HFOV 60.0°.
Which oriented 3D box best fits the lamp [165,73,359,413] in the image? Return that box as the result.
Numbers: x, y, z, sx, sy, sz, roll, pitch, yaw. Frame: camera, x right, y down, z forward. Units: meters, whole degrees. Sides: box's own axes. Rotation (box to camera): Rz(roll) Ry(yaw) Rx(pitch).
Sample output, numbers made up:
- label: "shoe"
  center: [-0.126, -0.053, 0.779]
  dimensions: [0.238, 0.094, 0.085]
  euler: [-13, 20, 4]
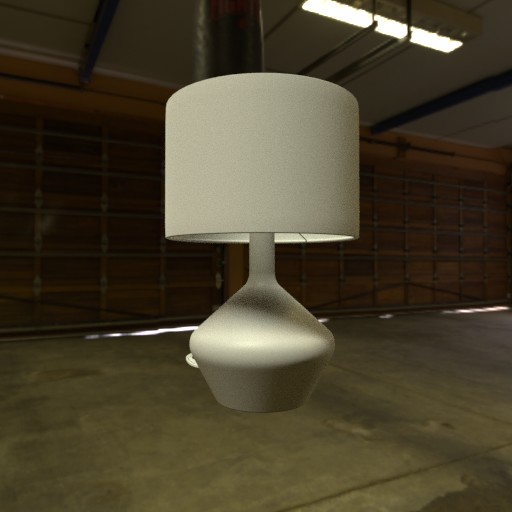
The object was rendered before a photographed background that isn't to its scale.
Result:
- label: "lamp"
  center: [0.000, 0.000, 0.841]
  dimensions: [0.401, 0.457, 0.546]
  euler: [0, -1, 17]
